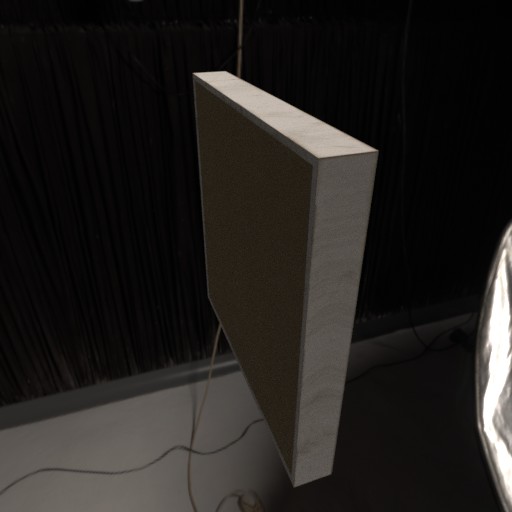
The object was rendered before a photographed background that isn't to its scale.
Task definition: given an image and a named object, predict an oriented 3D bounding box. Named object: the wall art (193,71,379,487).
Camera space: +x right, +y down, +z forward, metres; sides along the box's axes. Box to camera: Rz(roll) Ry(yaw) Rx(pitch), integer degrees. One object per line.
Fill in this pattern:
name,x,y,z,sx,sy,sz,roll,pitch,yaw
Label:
wall art,0.000,0.000,0.447,0.038,0.303,0.305,-11,33,-17
